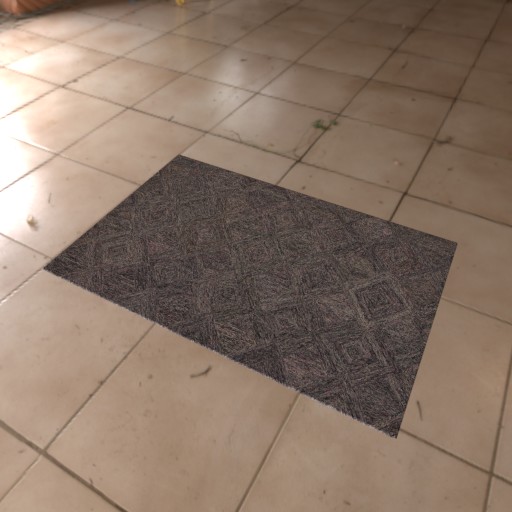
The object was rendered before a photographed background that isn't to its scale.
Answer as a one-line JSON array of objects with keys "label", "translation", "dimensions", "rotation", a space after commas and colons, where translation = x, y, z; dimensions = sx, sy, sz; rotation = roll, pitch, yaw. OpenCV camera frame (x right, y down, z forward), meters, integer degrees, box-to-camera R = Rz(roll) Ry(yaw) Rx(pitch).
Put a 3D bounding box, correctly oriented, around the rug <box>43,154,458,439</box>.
[{"label": "rug", "translation": [0.000, 0.000, 2.921], "dimensions": [2.298, 0.017, 1.501], "rotation": [21, 49, 19]}]
